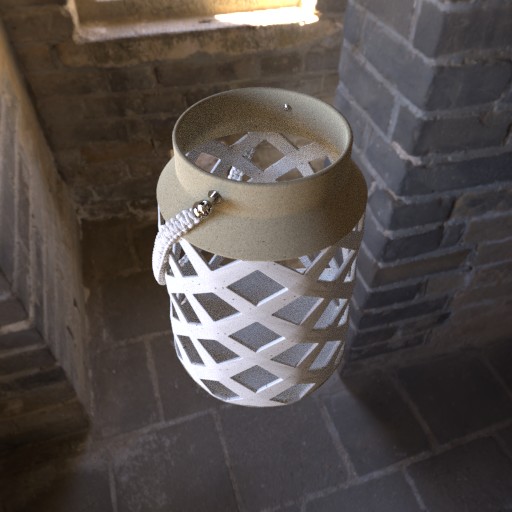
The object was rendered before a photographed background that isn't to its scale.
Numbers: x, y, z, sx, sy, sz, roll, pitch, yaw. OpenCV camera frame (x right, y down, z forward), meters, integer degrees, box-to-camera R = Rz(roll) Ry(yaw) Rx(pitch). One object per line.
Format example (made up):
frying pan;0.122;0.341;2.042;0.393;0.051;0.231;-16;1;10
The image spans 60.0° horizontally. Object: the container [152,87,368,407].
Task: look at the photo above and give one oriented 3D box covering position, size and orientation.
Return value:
container;0.000;0.000;0.406;0.198;0.264;0.188;19;50;17
